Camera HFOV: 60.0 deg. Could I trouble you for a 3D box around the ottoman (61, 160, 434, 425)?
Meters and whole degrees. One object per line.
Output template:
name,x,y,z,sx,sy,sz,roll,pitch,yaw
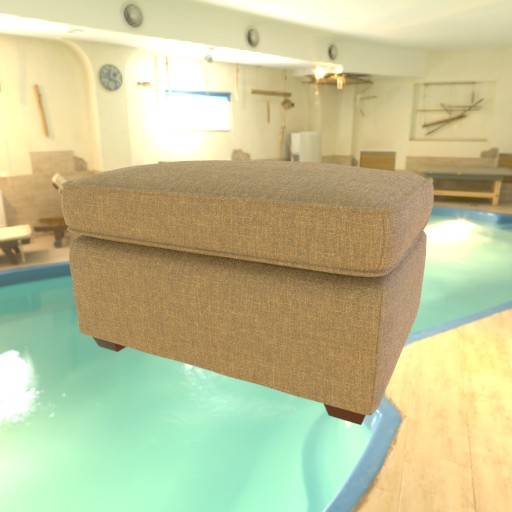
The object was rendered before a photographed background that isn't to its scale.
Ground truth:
ottoman,0.000,0.000,1.107,0.762,0.457,0.559,8,18,26
